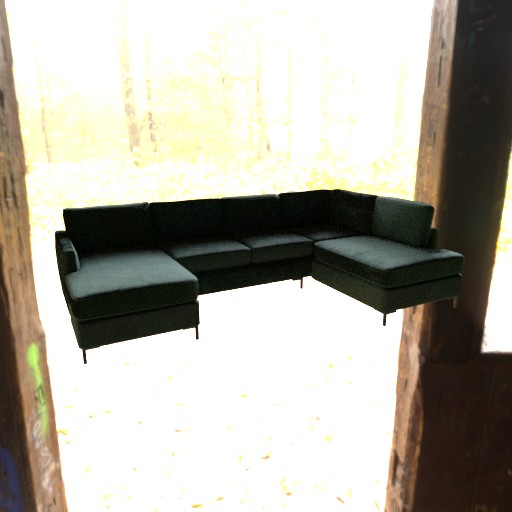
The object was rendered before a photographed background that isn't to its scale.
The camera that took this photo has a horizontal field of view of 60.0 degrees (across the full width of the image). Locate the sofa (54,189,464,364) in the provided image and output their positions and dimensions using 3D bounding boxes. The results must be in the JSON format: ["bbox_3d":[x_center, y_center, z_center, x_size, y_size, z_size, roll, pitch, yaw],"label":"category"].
[{"bbox_3d":[0.000,0.000,4.291,3.434,0.992,2.055,-8,17,-27],"label":"sofa"}]
